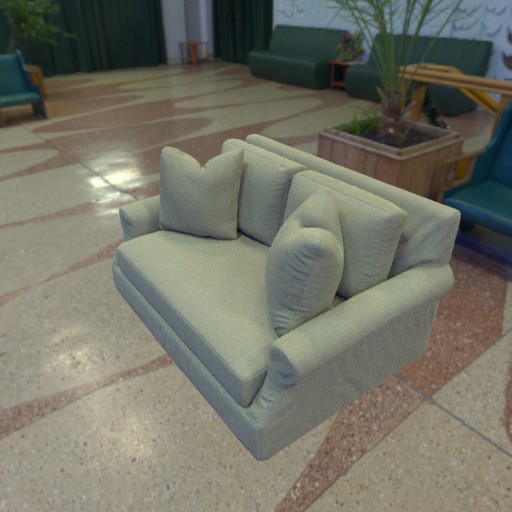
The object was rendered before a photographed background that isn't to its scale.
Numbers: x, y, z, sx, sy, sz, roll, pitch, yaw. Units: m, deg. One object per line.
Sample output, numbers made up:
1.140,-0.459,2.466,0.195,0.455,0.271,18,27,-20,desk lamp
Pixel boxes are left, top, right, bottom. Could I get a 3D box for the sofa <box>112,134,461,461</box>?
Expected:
0.000,0.000,2.215,1.070,0.905,1.550,-21,37,-31,sofa
